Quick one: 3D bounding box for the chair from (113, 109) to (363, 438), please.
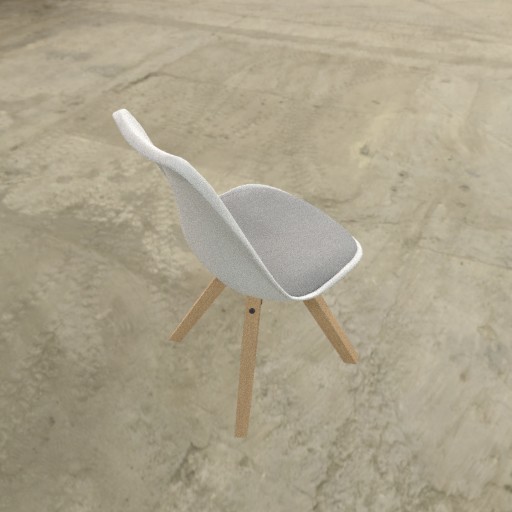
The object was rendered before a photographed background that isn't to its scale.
[{"bbox_3d":[0.000,0.000,1.197,0.550,0.850,0.485,-25,47,-25],"label":"chair"}]
